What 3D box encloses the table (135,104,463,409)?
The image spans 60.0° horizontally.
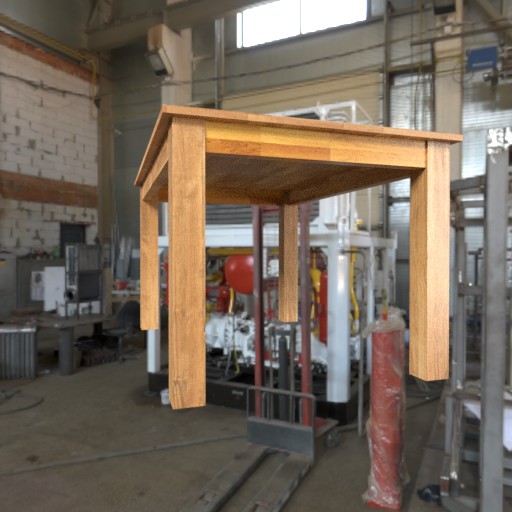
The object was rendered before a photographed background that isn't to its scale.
[{"bbox_3d":[0.000,0.000,1.830,0.900,0.750,1.300,0,1,-18],"label":"table"}]
